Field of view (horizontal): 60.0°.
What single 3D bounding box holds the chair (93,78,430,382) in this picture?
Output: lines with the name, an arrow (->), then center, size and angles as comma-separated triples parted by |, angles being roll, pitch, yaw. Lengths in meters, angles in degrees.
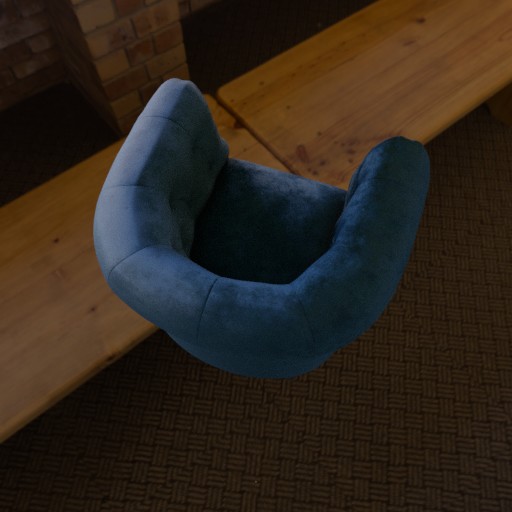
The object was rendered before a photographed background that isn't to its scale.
chair -> 0.000, 0.000, 1.549 | 0.904, 0.826, 0.851 | 18, 64, 9
